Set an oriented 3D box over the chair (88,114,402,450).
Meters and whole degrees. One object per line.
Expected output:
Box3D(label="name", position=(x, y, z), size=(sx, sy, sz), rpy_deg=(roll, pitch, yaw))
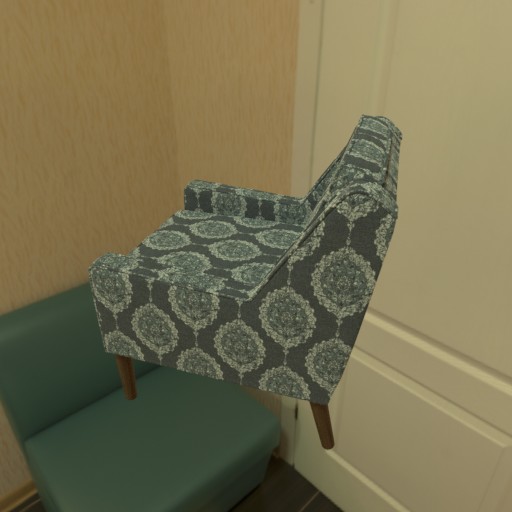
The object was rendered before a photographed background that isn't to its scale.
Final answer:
Box3D(label="chair", position=(0.000, 0.000, 1.342), size=(0.743, 0.792, 0.663), rpy_deg=(9, 31, 14))
